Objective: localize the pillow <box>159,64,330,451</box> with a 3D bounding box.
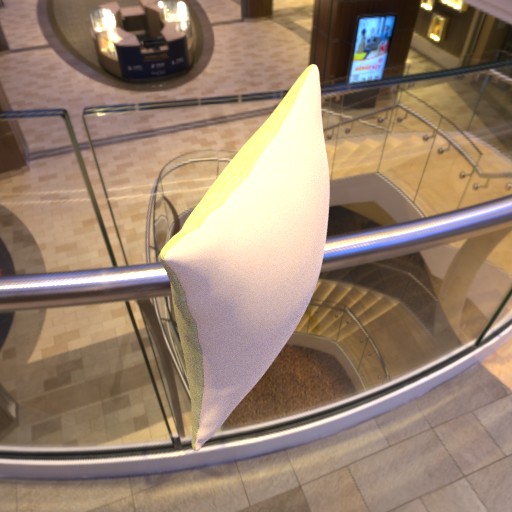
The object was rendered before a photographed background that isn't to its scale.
[{"bbox_3d":[0.000,0.000,0.801,0.229,0.487,0.560,17,48,15],"label":"pillow"}]
